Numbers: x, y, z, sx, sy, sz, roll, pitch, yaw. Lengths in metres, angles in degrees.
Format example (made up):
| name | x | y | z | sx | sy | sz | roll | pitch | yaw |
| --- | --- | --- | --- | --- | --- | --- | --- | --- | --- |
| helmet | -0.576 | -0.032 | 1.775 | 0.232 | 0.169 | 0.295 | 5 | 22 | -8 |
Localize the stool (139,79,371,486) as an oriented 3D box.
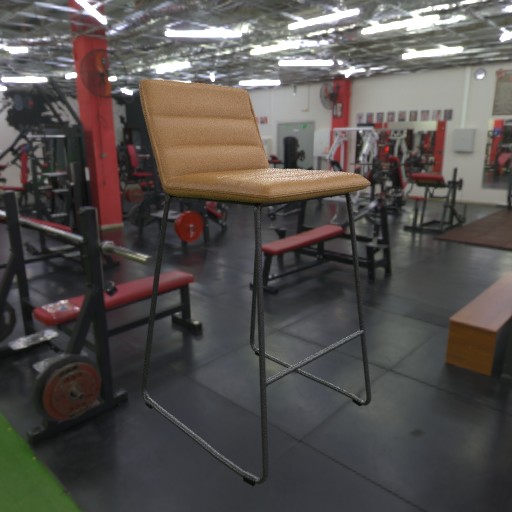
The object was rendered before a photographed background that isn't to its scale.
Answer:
| name | x | y | z | sx | sy | sz | roll | pitch | yaw |
| --- | --- | --- | --- | --- | --- | --- | --- | --- | --- |
| stool | 0.000 | 0.000 | 1.230 | 0.489 | 0.936 | 0.524 | -14 | 21 | -42 |
